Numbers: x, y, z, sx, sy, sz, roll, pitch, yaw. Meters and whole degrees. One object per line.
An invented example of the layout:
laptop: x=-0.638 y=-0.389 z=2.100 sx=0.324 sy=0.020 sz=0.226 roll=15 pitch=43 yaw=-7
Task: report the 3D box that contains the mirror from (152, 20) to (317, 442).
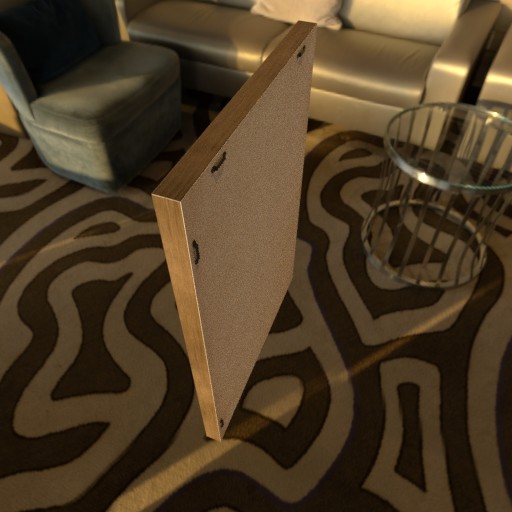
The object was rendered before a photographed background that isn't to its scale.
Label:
mirror: x=0.000 y=0.000 z=0.888 sx=0.040 sy=0.710 sz=0.507 roll=16 pitch=50 yaw=14
